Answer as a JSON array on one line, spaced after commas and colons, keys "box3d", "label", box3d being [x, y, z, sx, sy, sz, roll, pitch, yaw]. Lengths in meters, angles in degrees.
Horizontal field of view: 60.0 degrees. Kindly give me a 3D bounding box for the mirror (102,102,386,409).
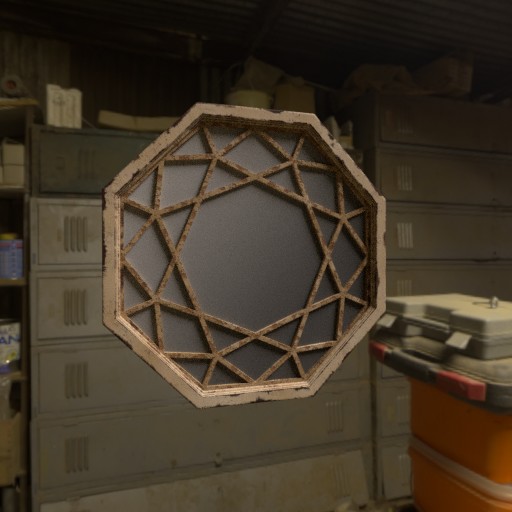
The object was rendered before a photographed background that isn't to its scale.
[{"box3d": [0.000, 0.000, 0.988, 0.648, 0.648, 0.031, 0, 1, -17], "label": "mirror"}]
